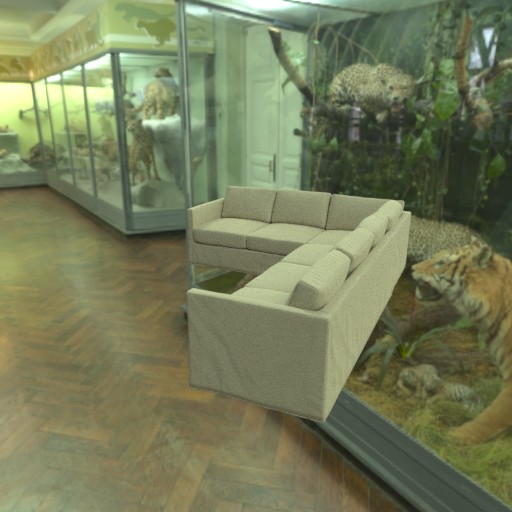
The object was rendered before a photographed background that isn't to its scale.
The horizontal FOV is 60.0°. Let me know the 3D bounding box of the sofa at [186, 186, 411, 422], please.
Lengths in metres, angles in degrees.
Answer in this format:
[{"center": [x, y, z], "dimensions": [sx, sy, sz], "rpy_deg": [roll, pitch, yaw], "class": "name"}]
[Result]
[{"center": [0.000, 0.000, 4.293], "dimensions": [2.432, 0.871, 3.182], "rpy_deg": [8, 19, 25], "class": "sofa"}]
